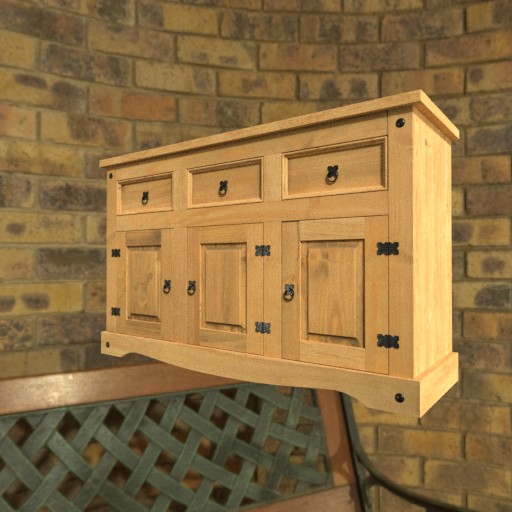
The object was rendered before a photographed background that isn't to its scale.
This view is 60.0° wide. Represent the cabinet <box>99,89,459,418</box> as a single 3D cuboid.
[{"bbox_3d":[0.000,0.000,1.652,1.321,0.810,0.432,0,-1,36],"label":"cabinet"}]
